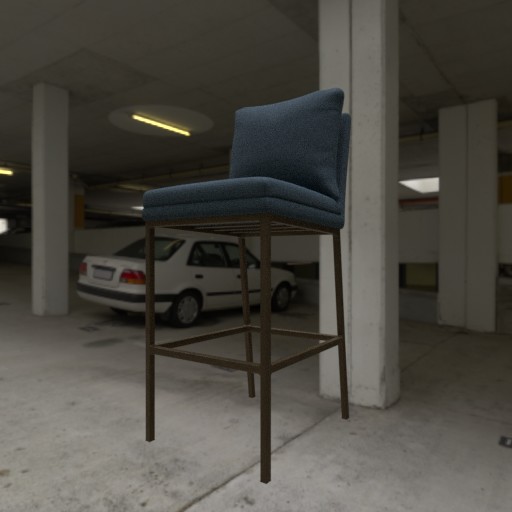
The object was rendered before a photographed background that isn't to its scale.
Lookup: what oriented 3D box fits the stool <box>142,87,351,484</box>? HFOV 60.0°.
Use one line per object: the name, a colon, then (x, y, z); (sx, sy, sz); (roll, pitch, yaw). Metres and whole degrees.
stool: (0.000, 0.000, 1.440); (0.463, 1.124, 0.568); (0, 0, 35)
